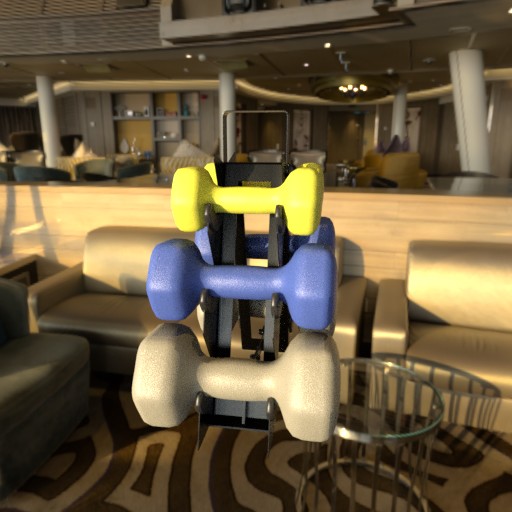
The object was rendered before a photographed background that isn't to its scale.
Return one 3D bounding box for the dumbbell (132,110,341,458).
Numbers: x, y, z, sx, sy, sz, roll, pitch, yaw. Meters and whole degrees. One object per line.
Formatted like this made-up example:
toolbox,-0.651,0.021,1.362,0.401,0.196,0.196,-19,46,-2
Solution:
dumbbell,0.000,0.000,0.682,0.261,0.426,0.416,2,15,9
